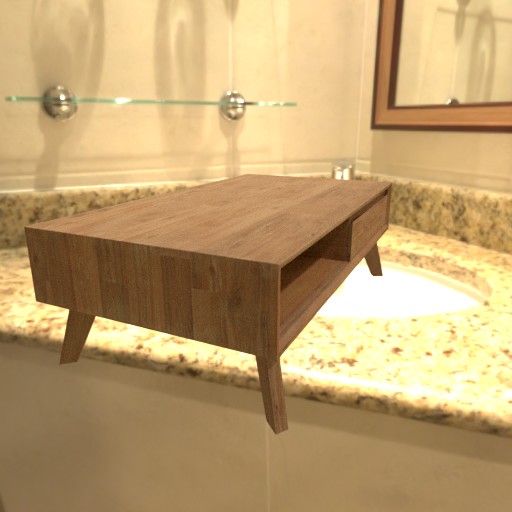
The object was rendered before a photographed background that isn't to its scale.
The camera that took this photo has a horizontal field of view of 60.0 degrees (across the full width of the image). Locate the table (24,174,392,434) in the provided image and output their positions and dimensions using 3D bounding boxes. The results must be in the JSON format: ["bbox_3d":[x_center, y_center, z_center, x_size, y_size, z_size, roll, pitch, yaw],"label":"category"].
[{"bbox_3d":[0.000,0.000,2.039,0.918,0.531,1.619,8,19,25],"label":"table"}]
